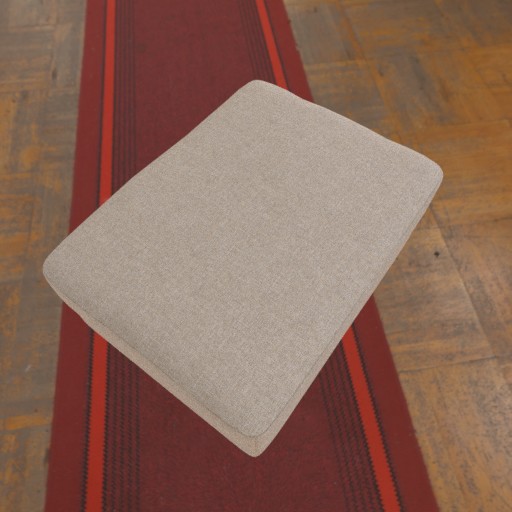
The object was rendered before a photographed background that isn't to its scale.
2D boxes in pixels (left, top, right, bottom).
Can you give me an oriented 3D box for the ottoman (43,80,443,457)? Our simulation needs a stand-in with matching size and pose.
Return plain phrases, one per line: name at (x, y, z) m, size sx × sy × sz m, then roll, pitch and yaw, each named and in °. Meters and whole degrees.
ottoman at (0.000, 0.000, 1.302) m, size 0.677 × 0.519 × 0.898 m, roll 32°, pitch 64°, yaw 18°
